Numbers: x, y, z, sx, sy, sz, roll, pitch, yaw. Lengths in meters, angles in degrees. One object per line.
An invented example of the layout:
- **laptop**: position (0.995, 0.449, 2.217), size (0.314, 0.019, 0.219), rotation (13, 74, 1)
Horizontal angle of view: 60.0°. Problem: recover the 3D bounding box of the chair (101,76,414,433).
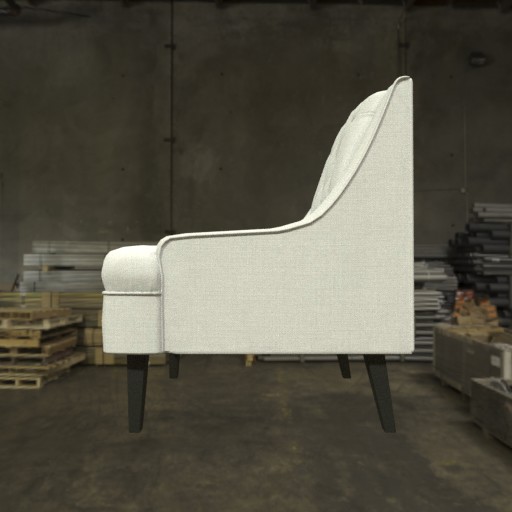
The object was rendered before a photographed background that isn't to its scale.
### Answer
- **chair**: position (0.000, 0.000, 1.386), size (0.772, 0.891, 0.658), rotation (0, -1, 0)
